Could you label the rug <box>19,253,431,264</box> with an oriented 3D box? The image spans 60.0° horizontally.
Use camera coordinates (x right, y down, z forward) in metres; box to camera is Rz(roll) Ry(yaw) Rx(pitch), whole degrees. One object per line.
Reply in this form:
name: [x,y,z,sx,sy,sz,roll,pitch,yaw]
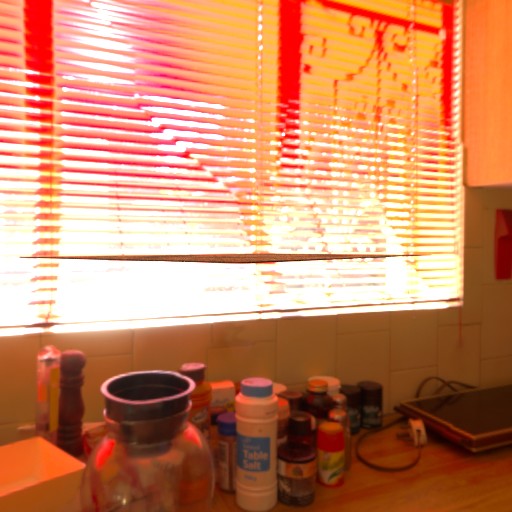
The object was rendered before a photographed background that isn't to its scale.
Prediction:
rug: [0.000,0.000,3.714,2.053,0.011,2.940,1,1,37]
